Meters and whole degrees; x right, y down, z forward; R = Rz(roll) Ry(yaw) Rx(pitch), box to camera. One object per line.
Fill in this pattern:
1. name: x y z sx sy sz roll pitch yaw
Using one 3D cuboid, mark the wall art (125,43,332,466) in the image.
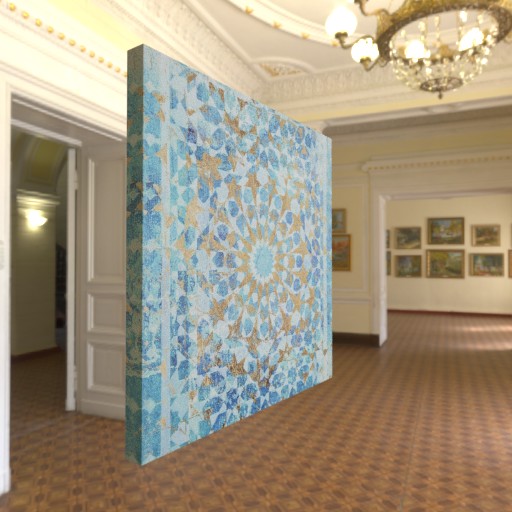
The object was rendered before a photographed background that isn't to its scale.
1. wall art: 0.000 0.000 0.895 0.040 0.609 0.609 -1 -1 36
